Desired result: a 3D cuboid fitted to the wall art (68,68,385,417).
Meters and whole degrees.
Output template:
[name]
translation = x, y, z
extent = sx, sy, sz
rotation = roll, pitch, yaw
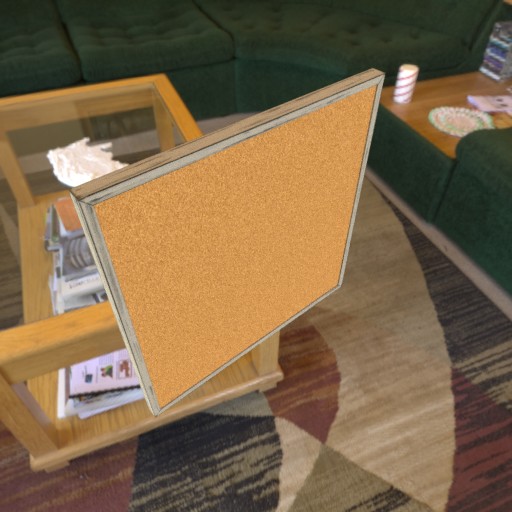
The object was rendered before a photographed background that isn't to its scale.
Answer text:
[wall art]
translation = 0.000, 0.000, 1.149
extent = 0.761, 0.761, 0.037
rotation = -30, 52, -27
